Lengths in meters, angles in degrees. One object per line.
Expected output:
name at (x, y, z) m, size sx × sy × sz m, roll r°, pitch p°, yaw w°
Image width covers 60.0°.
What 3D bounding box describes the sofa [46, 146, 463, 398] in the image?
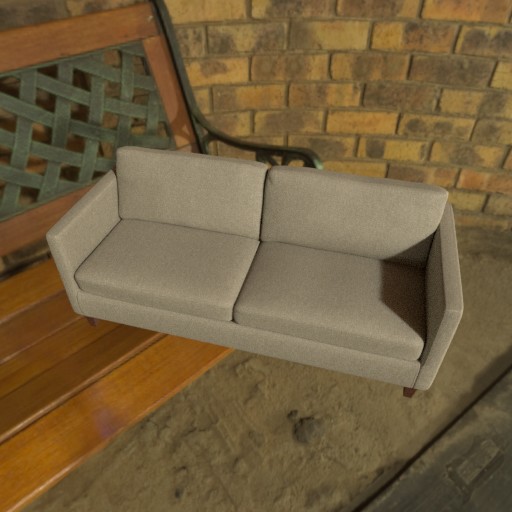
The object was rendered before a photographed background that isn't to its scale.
sofa at (0.000, 0.000, 2.713) m, size 2.208 × 0.963 × 0.956 m, roll 10°, pitch 42°, yaw 11°
